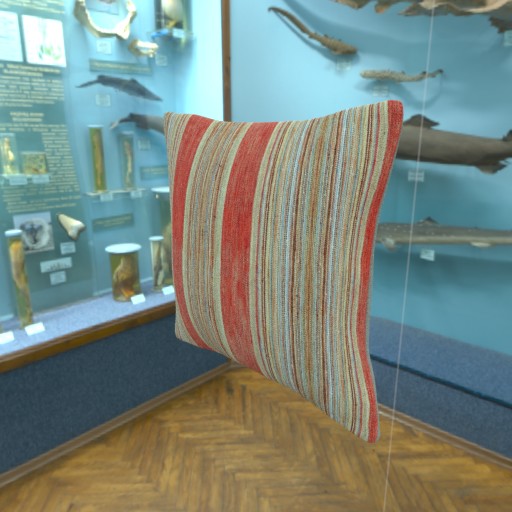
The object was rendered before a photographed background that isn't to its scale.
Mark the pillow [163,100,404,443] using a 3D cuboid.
[{"bbox_3d":[0.000,0.000,0.655,0.437,0.419,0.136,15,22,43],"label":"pillow"}]
